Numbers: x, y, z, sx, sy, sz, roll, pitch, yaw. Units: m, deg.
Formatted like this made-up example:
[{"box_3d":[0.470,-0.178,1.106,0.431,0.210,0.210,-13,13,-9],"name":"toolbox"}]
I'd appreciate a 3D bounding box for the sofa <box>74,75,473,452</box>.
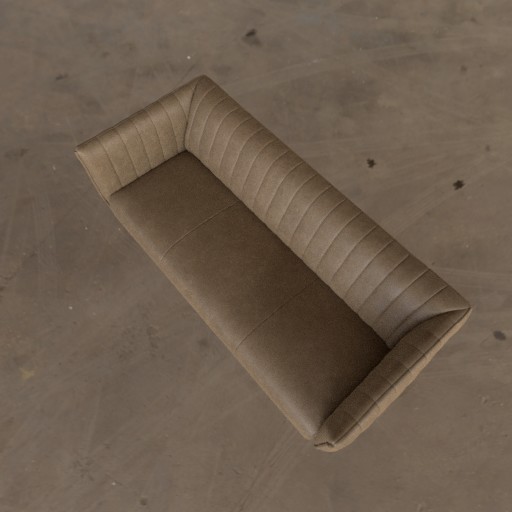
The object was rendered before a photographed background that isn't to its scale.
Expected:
[{"box_3d":[0.000,0.000,2.431,0.876,0.779,1.980,-38,69,-17],"name":"sofa"}]
